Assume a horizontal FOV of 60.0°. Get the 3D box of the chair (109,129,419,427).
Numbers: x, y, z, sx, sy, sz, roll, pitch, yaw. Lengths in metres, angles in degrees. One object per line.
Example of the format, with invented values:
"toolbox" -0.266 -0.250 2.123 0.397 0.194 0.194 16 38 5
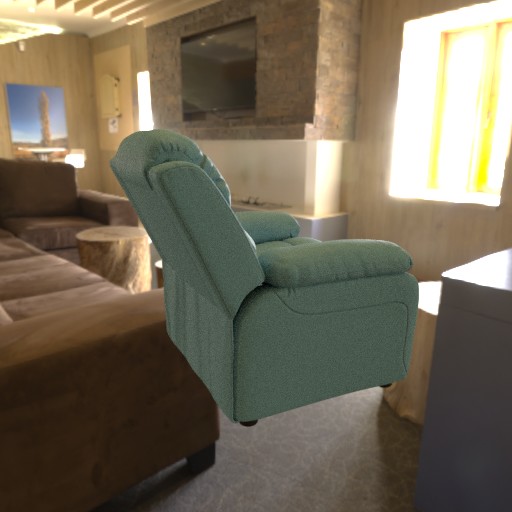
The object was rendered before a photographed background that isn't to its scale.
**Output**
"chair" 0.000 0.000 1.290 0.709 0.702 0.680 -7 16 -25
